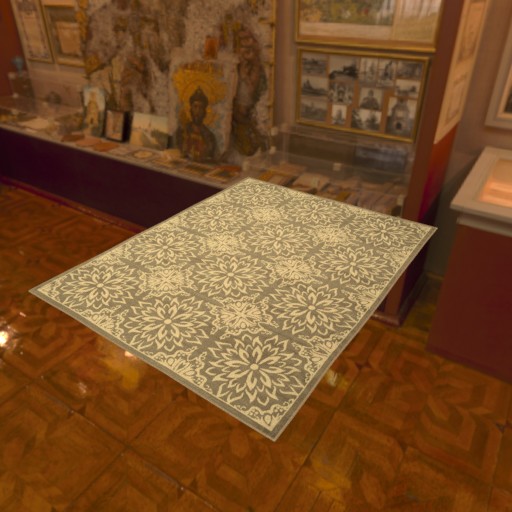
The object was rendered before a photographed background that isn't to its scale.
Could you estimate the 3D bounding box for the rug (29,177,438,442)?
[{"bbox_3d":[0.000,0.000,3.999,2.363,0.012,2.980,21,37,29],"label":"rug"}]
